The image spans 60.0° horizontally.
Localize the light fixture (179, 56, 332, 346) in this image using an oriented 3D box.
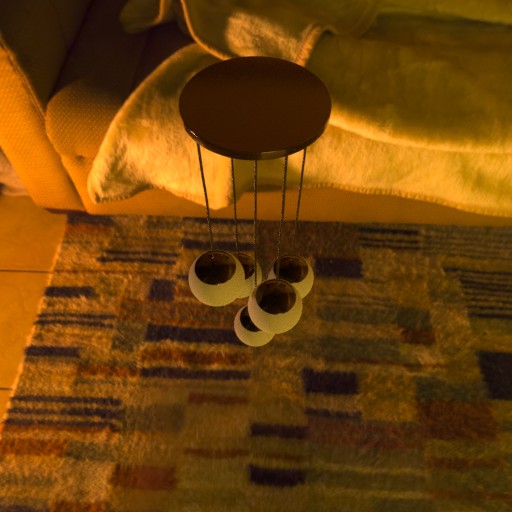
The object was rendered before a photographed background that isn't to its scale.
[{"bbox_3d":[0.000,0.000,1.530,0.489,1.271,0.484,-15,57,-10],"label":"light fixture"}]
